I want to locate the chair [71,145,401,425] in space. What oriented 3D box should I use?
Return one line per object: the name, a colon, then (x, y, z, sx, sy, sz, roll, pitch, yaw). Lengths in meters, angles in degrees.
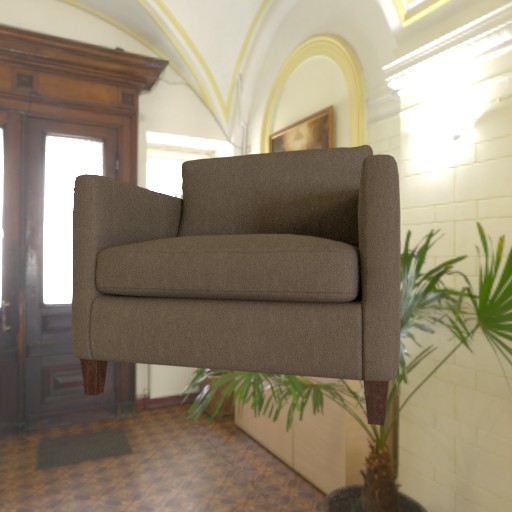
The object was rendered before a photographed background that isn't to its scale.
chair: (0.000, 0.000, 1.801, 1.107, 0.963, 0.959, 0, 0, 17)
